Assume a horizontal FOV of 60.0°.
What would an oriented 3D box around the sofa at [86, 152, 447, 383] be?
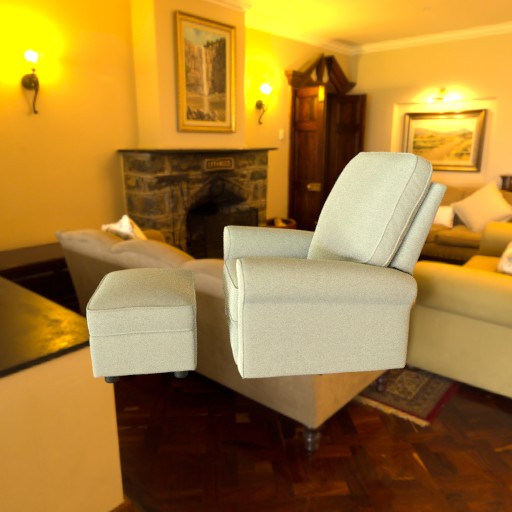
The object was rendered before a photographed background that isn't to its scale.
[{"bbox_3d":[0.000,0.000,2.099,1.478,0.959,0.880,-2,14,-8],"label":"sofa"}]
